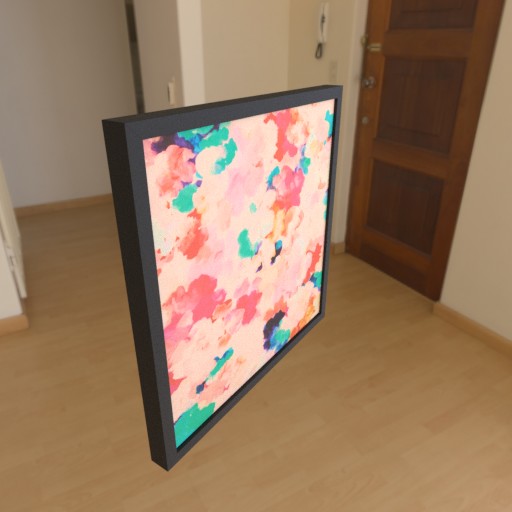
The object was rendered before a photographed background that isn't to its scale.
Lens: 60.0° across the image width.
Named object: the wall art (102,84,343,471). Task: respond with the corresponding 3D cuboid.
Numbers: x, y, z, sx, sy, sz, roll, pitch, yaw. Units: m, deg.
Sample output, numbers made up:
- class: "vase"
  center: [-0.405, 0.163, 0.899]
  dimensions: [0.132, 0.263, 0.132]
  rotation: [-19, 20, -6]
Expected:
- class: "wall art"
  center: [0.000, 0.000, 0.745]
  dimensions: [0.036, 0.503, 0.506]
  rotation: [17, 31, 31]
